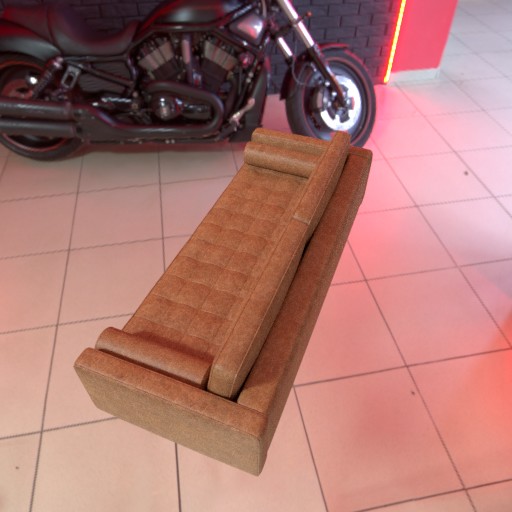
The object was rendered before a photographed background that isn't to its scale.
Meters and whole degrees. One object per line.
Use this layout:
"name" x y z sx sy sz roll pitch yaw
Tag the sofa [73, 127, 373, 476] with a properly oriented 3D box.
"sofa" 0.000 0.000 2.661 0.919 0.770 2.200 16 48 15
